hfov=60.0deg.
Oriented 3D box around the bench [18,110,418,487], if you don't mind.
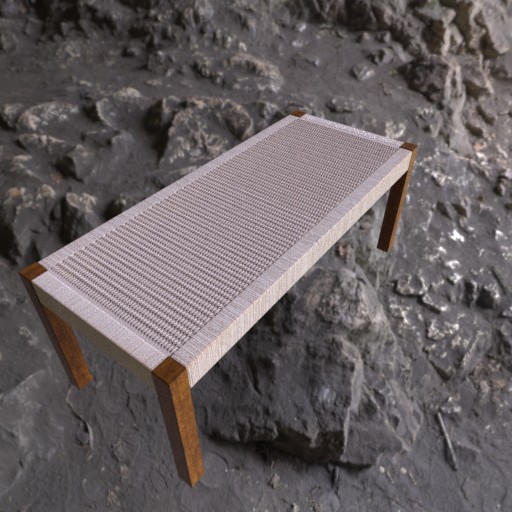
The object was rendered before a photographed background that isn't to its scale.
[{"bbox_3d":[0.000,0.000,1.444,0.507,0.457,1.198,26,47,27],"label":"bench"}]
